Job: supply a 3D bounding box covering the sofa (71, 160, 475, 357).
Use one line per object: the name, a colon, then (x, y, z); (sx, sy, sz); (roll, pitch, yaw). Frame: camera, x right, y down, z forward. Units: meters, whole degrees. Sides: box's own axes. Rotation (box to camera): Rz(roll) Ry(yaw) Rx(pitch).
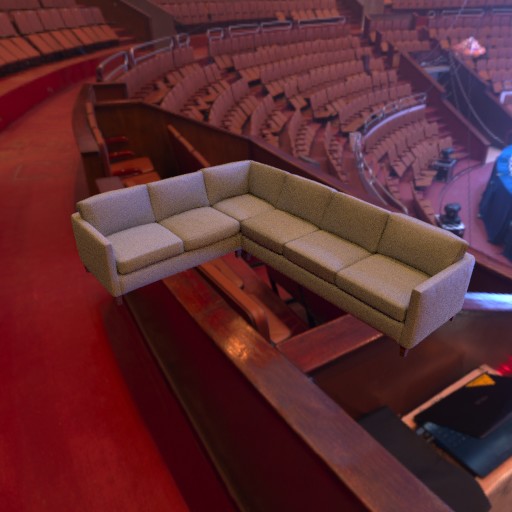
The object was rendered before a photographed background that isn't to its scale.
sofa: (0.000, 0.000, 4.529); (2.592, 0.947, 3.301); (-22, 36, -34)
